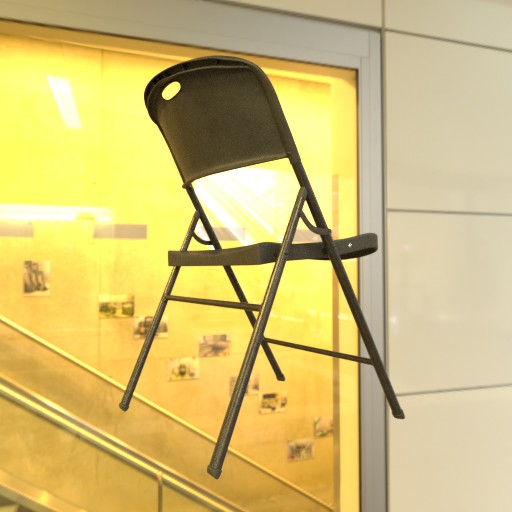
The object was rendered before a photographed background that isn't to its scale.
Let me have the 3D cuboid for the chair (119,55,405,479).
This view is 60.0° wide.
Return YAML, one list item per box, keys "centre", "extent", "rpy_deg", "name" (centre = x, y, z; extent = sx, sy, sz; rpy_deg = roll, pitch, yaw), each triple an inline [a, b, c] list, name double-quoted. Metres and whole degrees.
- centre: [0.000, 0.000, 1.144]
  extent: [0.566, 0.810, 0.494]
  rpy_deg: [1, -2, -36]
  name: "chair"
